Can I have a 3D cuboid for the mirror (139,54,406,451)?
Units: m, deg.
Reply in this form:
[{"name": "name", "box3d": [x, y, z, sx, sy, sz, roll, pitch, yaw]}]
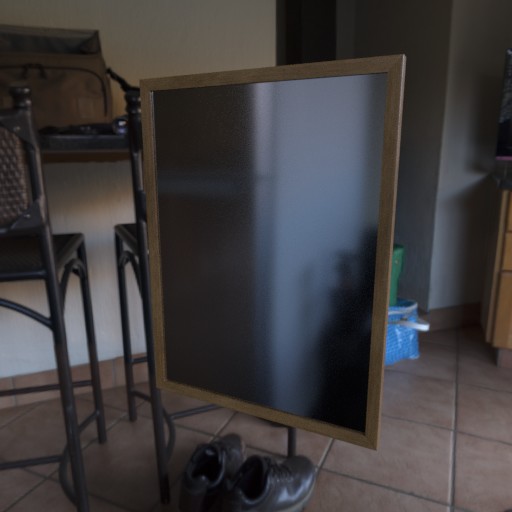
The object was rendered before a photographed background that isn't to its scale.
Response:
[{"name": "mirror", "box3d": [0.000, 0.000, 1.291, 0.762, 1.016, 0.040, 6, 14, 26]}]
